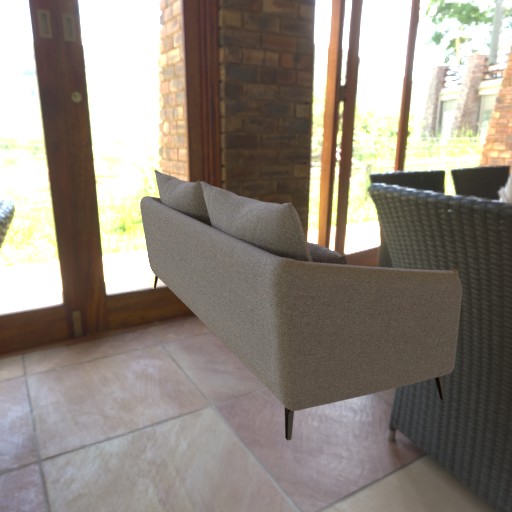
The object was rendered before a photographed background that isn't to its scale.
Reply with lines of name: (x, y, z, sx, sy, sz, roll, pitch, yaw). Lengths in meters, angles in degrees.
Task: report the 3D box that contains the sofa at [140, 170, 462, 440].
sofa: (0.000, 0.000, 2.398, 0.809, 0.833, 2.022, -8, 17, -26)
